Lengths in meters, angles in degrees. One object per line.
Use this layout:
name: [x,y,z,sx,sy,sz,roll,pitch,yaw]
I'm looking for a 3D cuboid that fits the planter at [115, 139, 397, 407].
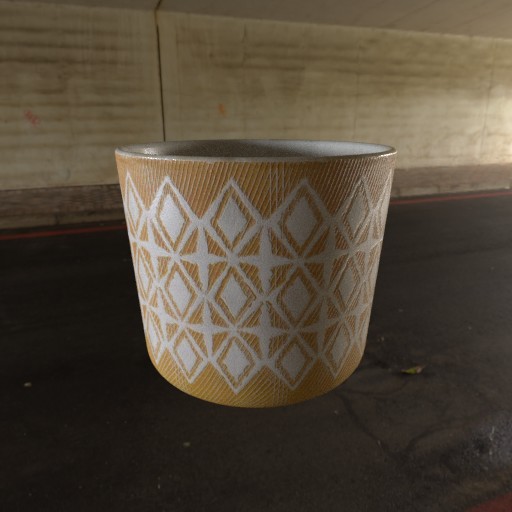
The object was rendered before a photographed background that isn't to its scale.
planter: [0.000,0.000,0.341,0.193,0.165,0.193,0,18,0]
